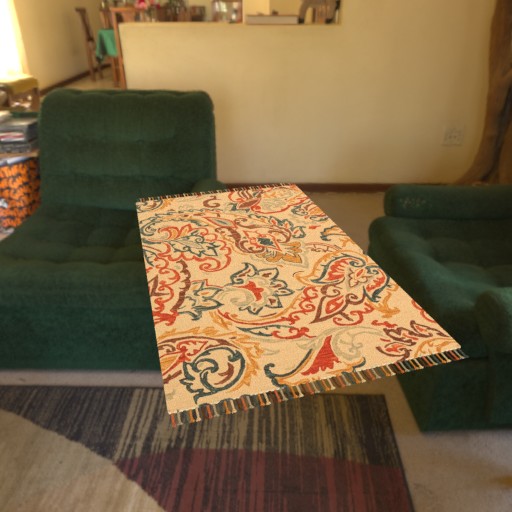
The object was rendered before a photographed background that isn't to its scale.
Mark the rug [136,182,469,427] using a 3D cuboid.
[{"bbox_3d":[0.000,0.000,3.144,1.523,0.010,2.584,-8,31,-14],"label":"rug"}]
